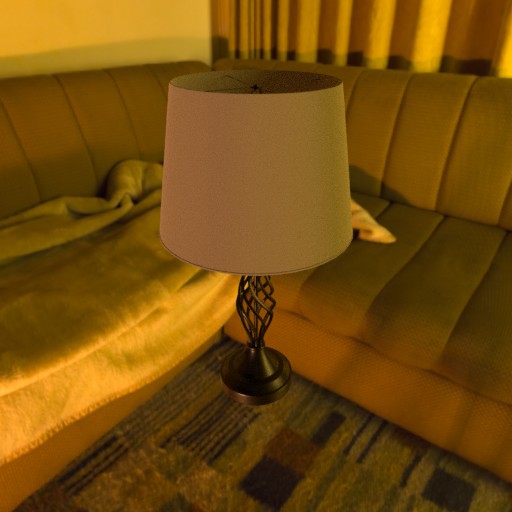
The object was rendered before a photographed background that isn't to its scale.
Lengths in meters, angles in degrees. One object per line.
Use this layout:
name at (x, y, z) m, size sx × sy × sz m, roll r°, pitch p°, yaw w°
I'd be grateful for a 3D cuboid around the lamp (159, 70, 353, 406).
lamp at (0.000, 0.000, 0.797) m, size 0.331 × 0.594 × 0.331 m, roll 0°, pitch 29°, yaw 0°
